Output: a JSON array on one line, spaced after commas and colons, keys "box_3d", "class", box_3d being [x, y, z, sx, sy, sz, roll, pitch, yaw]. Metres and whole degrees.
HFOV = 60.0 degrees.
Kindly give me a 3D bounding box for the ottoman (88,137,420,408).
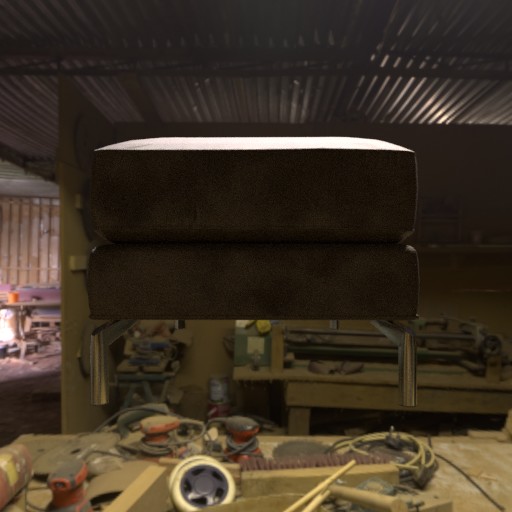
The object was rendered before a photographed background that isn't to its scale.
[{"box_3d": [0.000, 0.000, 1.029, 0.520, 0.456, 0.719, 0, 0, 1], "class": "ottoman"}]
